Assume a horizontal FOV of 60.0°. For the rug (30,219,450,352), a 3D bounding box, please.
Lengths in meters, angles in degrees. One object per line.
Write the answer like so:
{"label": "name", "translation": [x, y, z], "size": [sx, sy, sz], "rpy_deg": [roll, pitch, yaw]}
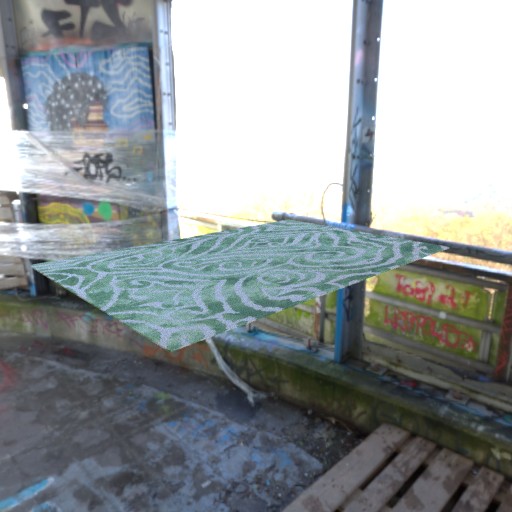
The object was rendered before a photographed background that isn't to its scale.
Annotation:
{"label": "rug", "translation": [0.000, 0.000, 2.295], "size": [1.826, 0.006, 1.220], "rpy_deg": [-14, 20, -42]}
